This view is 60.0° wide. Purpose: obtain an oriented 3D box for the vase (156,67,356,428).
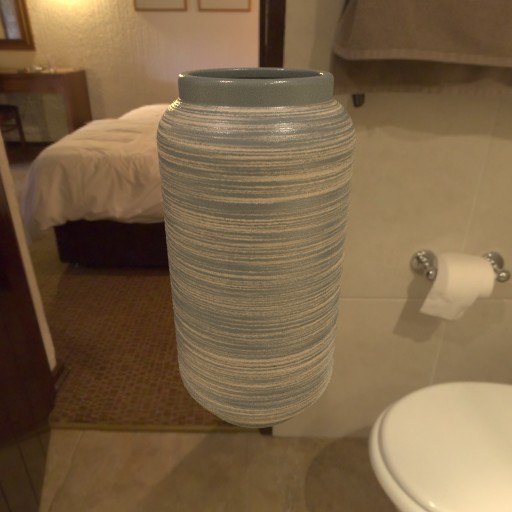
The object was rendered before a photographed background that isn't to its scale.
[{"bbox_3d":[0.000,0.000,0.300,0.116,0.230,0.116,0,27,0],"label":"vase"}]
